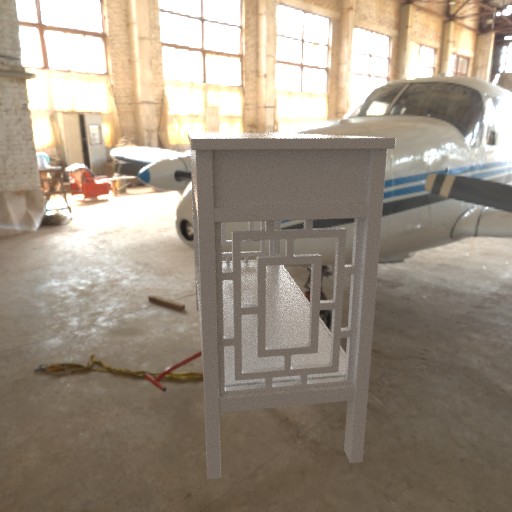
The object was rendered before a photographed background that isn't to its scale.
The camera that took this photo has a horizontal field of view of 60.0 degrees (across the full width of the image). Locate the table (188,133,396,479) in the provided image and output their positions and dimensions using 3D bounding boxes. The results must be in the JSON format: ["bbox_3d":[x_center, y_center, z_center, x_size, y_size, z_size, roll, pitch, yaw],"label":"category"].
[{"bbox_3d":[0.000,0.000,1.425,0.397,0.753,1.068,-2,16,-8],"label":"table"}]
